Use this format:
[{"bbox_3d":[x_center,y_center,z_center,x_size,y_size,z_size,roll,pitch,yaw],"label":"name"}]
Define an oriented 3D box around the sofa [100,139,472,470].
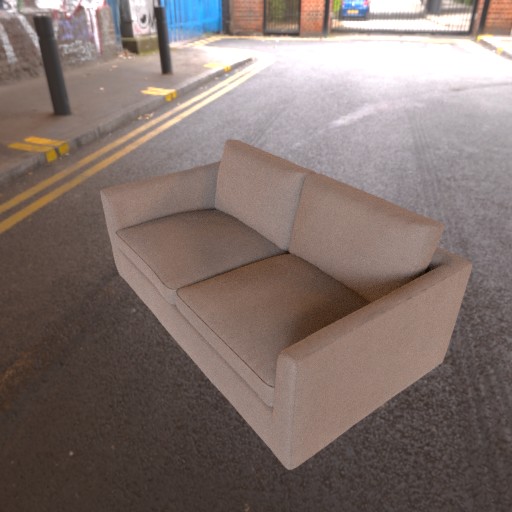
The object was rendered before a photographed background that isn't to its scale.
[{"bbox_3d":[0.000,0.000,2.515,1.091,0.839,1.905,-20,36,-31],"label":"sofa"}]
